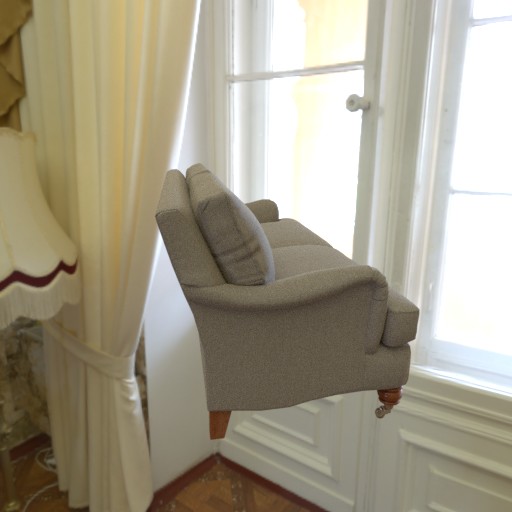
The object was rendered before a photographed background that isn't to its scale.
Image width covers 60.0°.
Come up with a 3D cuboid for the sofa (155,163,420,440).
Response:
[{"bbox_3d":[0.000,0.000,2.756,1.087,1.054,2.160,-3,15,-10],"label":"sofa"}]
